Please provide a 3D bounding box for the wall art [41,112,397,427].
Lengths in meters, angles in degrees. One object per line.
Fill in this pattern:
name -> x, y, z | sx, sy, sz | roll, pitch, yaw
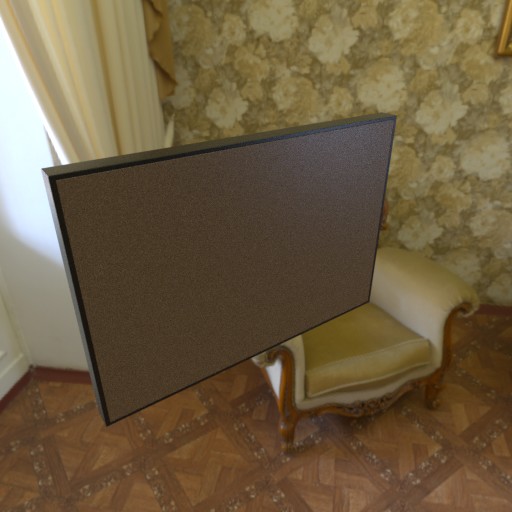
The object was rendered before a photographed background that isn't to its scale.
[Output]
wall art -> 0.000, 0.000, 1.194 | 0.939, 0.640, 0.058 | -19, 34, -30
